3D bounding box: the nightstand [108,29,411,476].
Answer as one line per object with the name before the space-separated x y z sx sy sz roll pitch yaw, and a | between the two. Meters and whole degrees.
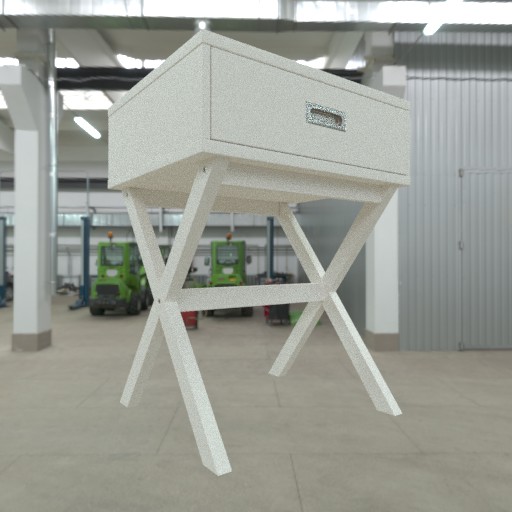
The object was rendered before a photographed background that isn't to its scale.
nightstand | 0.000 0.000 0.911 0.479 0.623 0.402 0 0 -36
